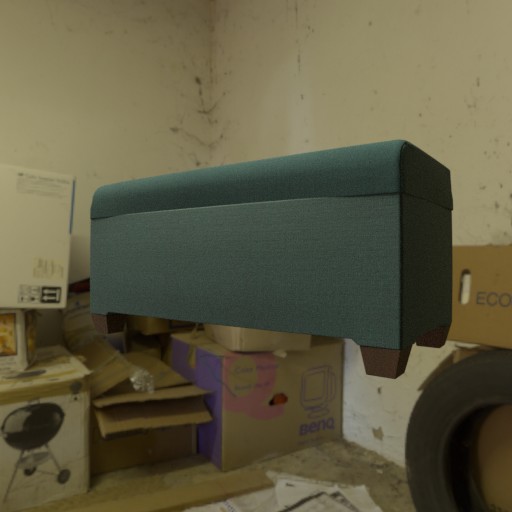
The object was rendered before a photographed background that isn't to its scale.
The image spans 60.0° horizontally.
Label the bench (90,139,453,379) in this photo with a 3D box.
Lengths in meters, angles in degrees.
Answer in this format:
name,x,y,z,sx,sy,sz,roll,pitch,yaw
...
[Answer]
name,x,y,z,sx,sy,sz,roll,pitch,yaw
bench,0.000,0.000,1.279,0.995,0.474,0.476,0,0,35
